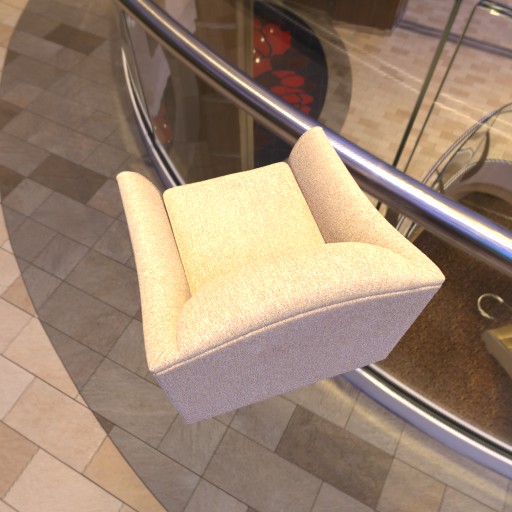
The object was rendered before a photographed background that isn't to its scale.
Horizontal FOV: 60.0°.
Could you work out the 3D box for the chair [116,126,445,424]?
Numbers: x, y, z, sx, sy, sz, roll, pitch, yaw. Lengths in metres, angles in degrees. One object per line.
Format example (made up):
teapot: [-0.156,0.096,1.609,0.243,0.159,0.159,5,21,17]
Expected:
chair: [0.000,0.000,1.486,0.763,0.839,0.787,-16,60,-9]
